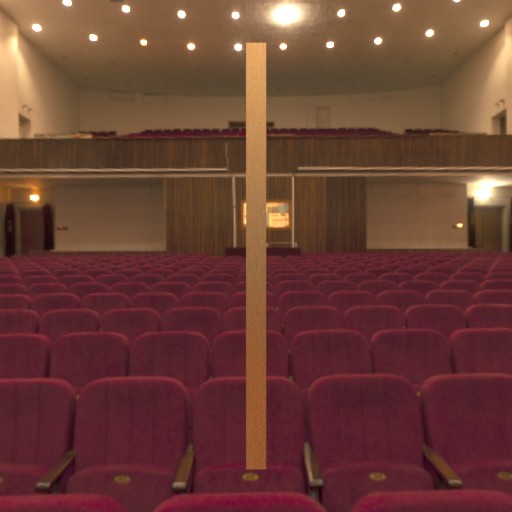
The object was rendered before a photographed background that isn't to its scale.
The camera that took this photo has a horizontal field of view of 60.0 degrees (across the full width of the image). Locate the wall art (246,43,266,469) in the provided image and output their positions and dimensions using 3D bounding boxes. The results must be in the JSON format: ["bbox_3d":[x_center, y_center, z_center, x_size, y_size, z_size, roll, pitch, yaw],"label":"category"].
[{"bbox_3d":[0.000,0.000,1.178,0.036,0.765,0.767,0,0,0],"label":"wall art"}]
